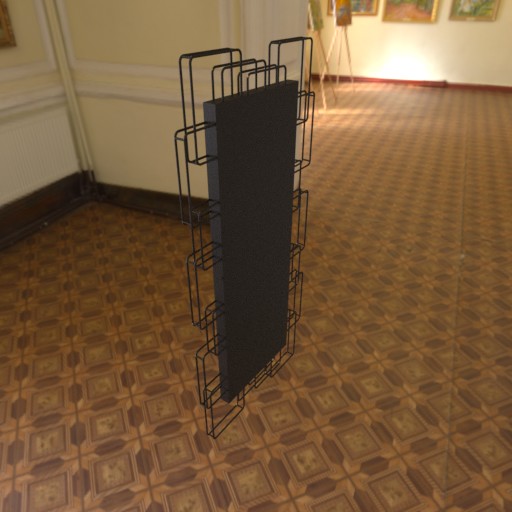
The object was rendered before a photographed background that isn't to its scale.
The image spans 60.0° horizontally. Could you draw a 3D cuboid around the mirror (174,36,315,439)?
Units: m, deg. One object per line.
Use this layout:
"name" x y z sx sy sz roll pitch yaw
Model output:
"mirror" 0.000 0.000 1.377 0.037 1.192 0.565 21 37 30
